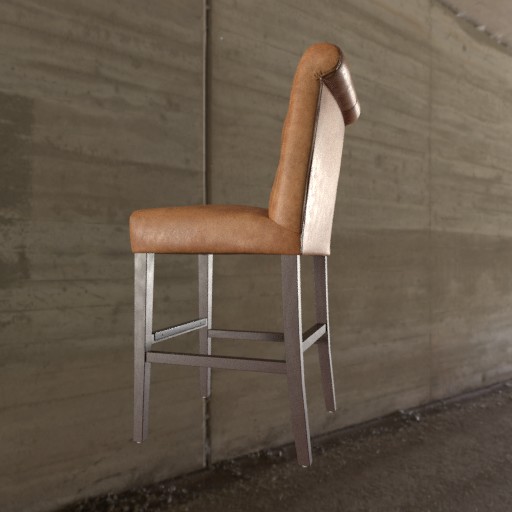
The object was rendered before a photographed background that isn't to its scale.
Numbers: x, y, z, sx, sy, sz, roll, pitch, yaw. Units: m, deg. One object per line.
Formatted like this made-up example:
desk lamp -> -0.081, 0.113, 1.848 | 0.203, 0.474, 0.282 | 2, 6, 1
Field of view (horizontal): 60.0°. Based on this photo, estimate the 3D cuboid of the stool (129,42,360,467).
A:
stool -> 0.000, 0.000, 1.366 | 0.601, 1.047, 0.493 | 0, 0, 19
